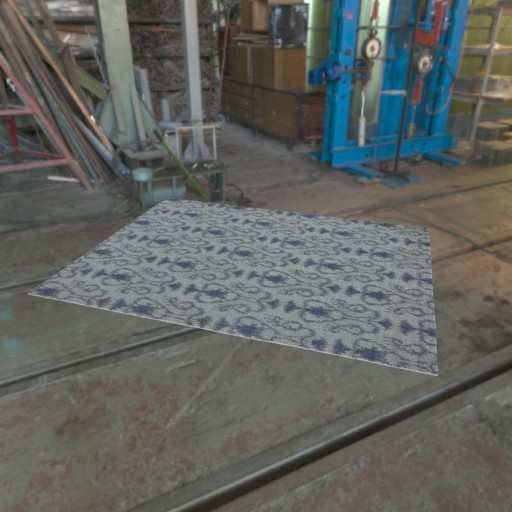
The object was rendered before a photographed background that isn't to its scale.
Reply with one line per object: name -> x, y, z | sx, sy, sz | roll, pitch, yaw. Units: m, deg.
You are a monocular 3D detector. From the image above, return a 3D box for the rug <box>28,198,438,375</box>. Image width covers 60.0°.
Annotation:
rug -> 0.000, 0.000, 4.261 | 3.205, 0.015, 2.437 | 8, 28, 16
